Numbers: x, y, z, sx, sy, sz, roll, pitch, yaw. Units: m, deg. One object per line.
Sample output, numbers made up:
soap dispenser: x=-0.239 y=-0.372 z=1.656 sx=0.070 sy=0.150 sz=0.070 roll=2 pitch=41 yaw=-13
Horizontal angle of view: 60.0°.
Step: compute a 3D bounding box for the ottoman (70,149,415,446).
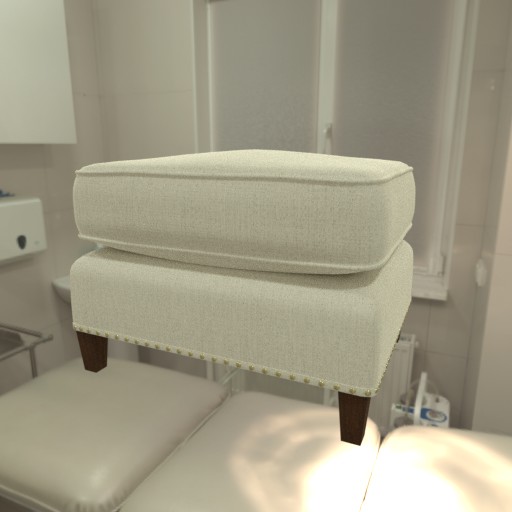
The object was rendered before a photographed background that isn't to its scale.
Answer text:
ottoman: x=0.000 y=0.000 z=1.148 sx=0.738 sy=0.537 sz=0.589 roll=6 pitch=15 yaw=24
